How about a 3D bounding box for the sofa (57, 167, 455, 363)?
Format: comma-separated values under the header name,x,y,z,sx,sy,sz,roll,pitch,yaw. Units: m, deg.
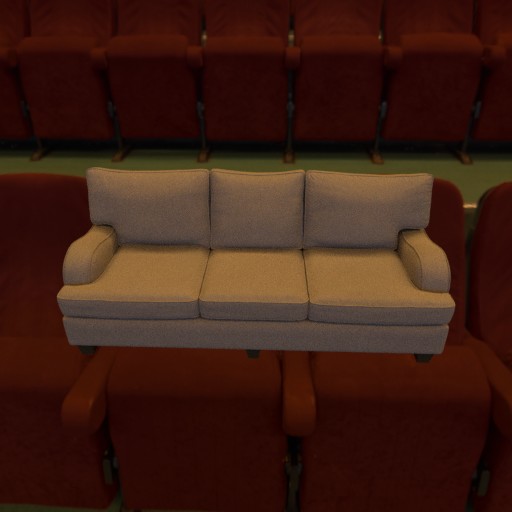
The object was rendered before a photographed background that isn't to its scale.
name,x,y,z,sx,sy,sz,roll,pitch,yaw
sofa,0.000,0.000,2.930,2.323,0.991,1.016,1,31,2
